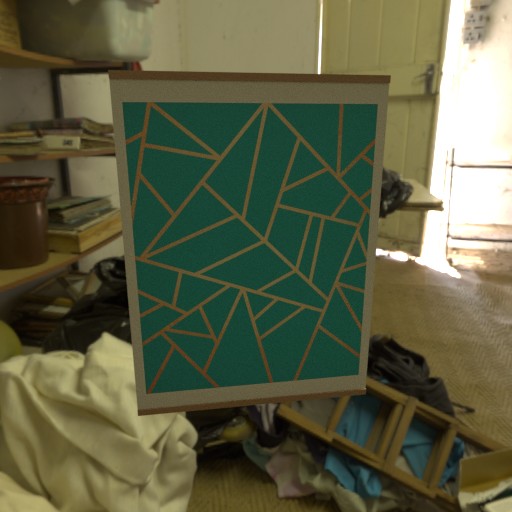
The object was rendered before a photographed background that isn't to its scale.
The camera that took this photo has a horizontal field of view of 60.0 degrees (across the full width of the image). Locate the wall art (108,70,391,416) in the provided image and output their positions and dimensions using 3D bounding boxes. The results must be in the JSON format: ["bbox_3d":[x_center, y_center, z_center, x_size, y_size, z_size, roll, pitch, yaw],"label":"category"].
[{"bbox_3d":[0.000,0.000,1.324,0.758,1.016,0.013,-3,16,-9],"label":"wall art"}]
